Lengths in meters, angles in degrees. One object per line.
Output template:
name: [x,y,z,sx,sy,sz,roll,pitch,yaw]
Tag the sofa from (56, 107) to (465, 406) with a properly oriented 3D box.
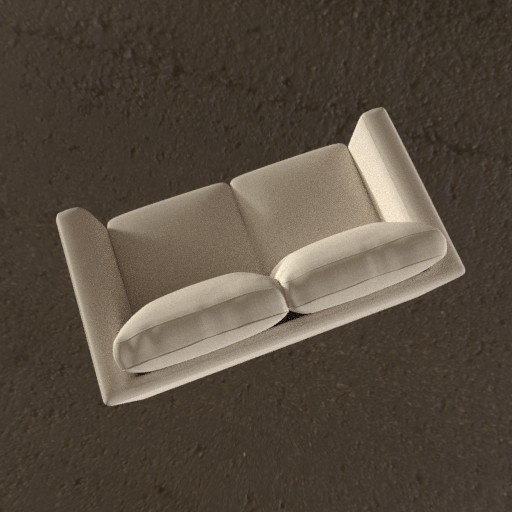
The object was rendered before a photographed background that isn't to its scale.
sofa: [0.000,0.000,1.941,1.430,0.908,0.796,-19,76,-5]
